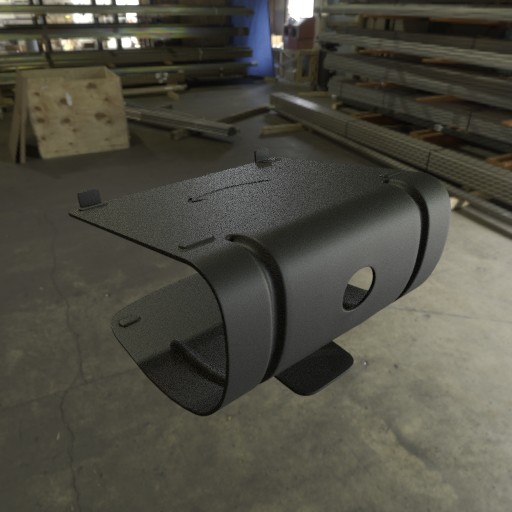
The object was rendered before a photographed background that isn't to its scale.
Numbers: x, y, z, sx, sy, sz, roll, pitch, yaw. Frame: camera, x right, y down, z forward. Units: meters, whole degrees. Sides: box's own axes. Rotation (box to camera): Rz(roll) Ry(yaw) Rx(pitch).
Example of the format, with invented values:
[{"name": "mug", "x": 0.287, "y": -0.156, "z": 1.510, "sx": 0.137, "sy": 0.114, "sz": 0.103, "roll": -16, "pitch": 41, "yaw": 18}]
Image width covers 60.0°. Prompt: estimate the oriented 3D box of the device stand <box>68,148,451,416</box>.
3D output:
[{"name": "device stand", "x": 0.000, "y": 0.000, "z": 0.412, "sx": 0.256, "sy": 0.155, "sz": 0.236, "roll": -22, "pitch": 36, "yaw": -33}]
